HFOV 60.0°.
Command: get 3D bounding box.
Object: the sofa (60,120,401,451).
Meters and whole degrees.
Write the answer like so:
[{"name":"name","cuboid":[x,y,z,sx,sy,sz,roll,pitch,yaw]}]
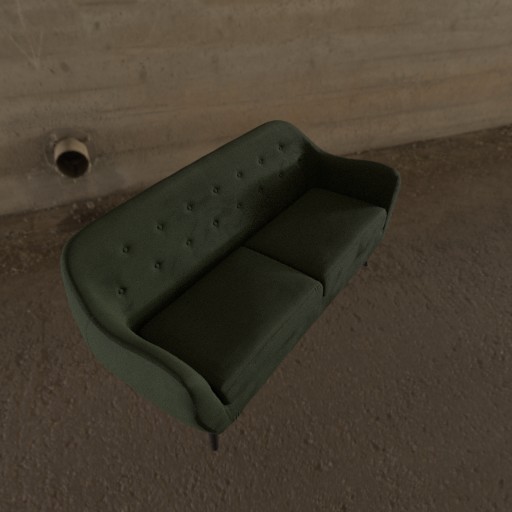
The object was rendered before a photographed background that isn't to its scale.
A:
[{"name":"sofa","cuboid":[0.000,0.000,2.293,0.820,0.836,1.840,25,45,27]}]
